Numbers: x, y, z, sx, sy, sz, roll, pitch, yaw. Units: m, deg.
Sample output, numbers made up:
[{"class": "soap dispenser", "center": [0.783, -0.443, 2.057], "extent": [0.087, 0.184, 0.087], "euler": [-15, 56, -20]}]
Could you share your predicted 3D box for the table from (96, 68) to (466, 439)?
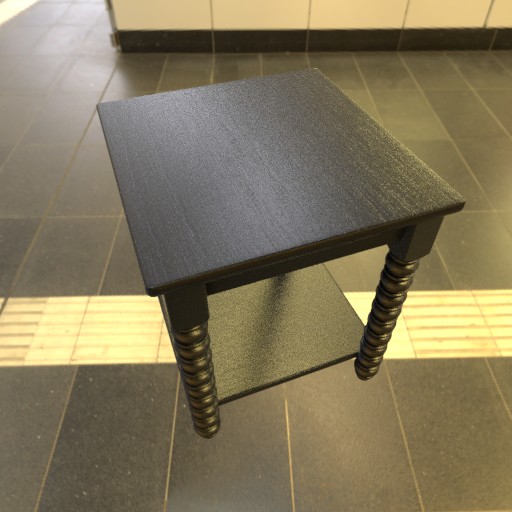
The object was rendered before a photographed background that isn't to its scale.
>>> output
[{"class": "table", "center": [0.000, 0.000, 0.996], "extent": [0.500, 0.567, 0.533], "euler": [-15, 48, -14]}]
